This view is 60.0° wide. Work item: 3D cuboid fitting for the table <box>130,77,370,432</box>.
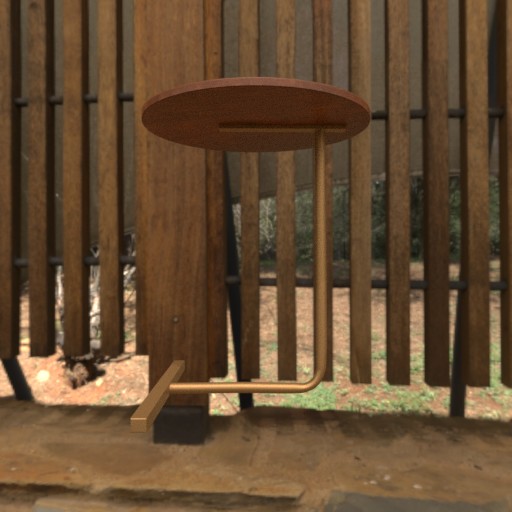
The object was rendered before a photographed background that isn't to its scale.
[{"bbox_3d":[0.000,0.000,1.144,0.577,0.706,0.530,0,-1,-1],"label":"table"}]
